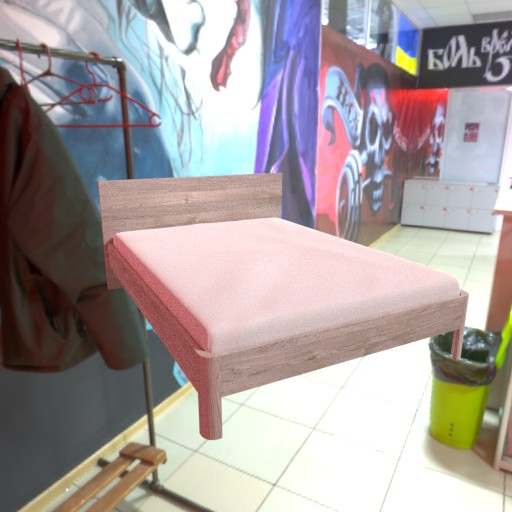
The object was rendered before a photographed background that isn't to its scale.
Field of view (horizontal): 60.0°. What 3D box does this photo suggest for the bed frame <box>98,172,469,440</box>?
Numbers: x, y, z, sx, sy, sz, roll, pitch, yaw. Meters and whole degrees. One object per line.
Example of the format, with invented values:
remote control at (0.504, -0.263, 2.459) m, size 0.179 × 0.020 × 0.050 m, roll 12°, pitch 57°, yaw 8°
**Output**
bed frame at (0.000, 0.000, 2.716) m, size 1.490 × 0.800 × 1.950 m, roll -8°, pitch 17°, yaw -26°
